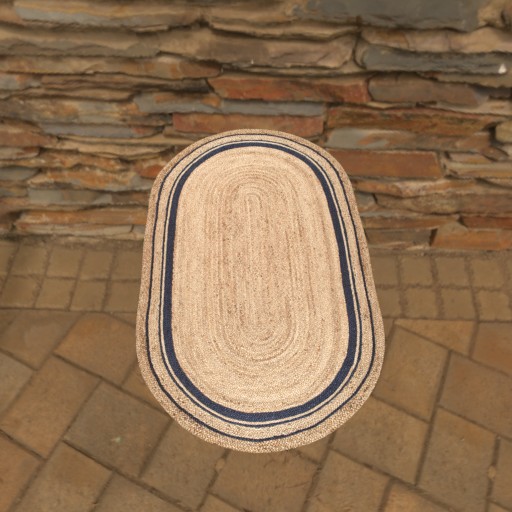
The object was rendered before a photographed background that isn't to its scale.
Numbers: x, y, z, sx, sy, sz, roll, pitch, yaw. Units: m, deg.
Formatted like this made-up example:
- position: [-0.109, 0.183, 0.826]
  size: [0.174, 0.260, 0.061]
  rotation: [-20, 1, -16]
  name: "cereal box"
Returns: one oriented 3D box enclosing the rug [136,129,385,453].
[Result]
- position: [0.000, 0.000, 2.970]
  size: [1.520, 0.006, 2.432]
  rotation: [-3, 58, -2]
  name: "rug"
